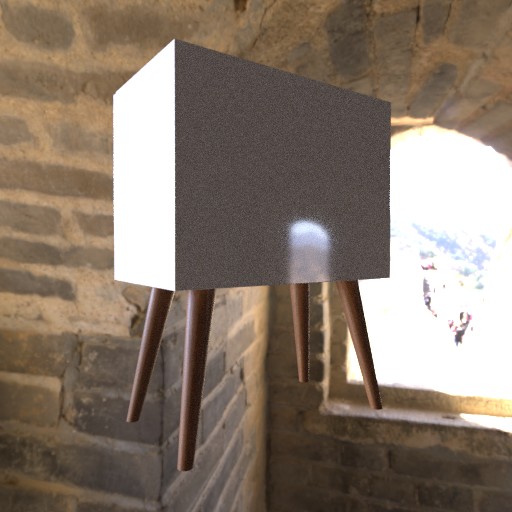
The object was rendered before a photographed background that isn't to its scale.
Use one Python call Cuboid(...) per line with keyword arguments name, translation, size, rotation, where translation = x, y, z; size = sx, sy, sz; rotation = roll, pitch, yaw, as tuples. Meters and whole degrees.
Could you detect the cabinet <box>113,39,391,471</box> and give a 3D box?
Cuboid(name="cabinet", translation=(0.000, 0.000, 1.091), size=(0.591, 0.772, 0.344), rotation=(-1, 1, -35))
